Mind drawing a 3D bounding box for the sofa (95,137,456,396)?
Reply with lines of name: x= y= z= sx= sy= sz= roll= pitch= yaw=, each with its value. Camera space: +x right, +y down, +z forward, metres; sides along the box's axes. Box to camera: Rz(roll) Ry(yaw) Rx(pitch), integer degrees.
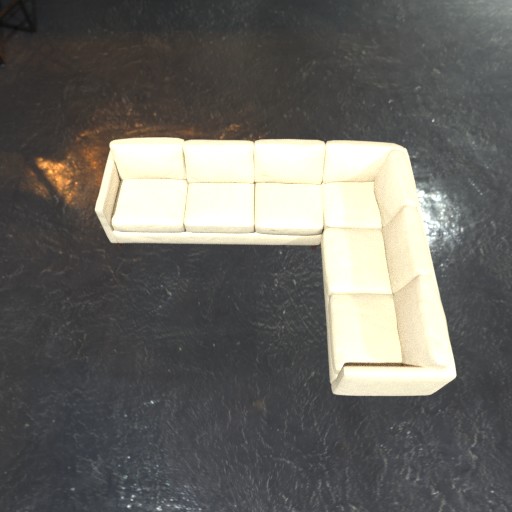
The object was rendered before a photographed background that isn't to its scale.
sofa: x=0.000 y=0.000 z=4.435 sx=3.302 sy=0.947 sz=2.593 roll=1 pitch=59 yaw=0
